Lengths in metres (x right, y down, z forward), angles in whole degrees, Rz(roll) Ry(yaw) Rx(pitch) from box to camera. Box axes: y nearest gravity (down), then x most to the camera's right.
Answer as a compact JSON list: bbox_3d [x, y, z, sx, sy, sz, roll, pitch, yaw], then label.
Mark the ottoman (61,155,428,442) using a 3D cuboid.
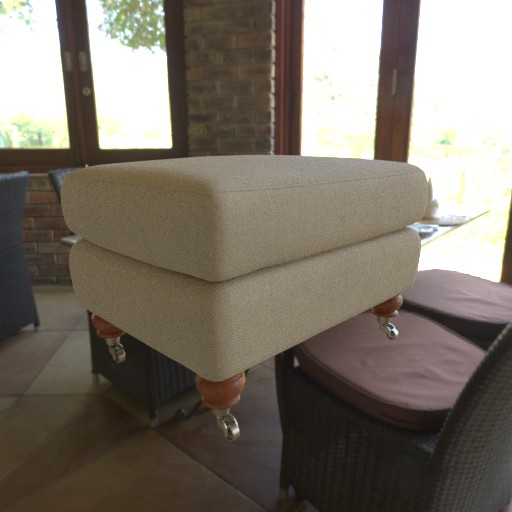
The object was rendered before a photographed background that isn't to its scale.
[{"bbox_3d":[0.000,0.000,1.144,0.569,0.504,0.773,14,20,43],"label":"ottoman"}]
